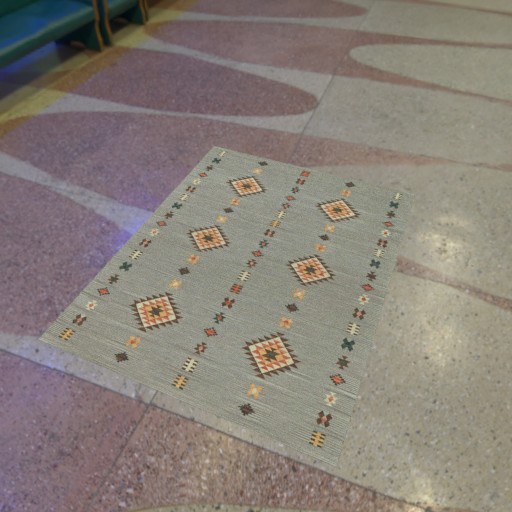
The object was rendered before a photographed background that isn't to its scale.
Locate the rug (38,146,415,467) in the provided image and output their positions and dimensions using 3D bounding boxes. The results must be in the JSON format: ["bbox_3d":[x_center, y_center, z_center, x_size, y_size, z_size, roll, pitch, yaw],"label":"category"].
[{"bbox_3d":[0.000,0.000,4.122,2.425,0.008,3.035,17,48,16],"label":"rug"}]
